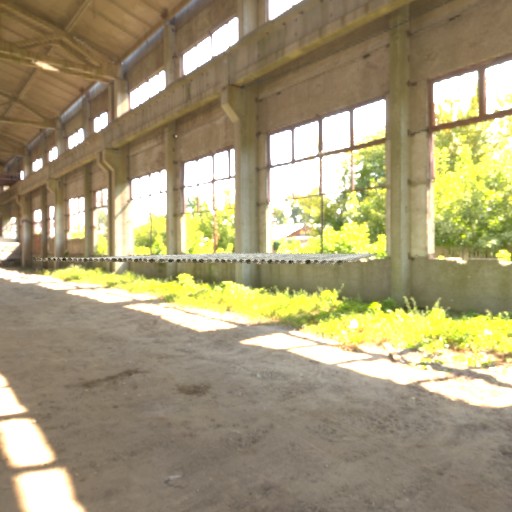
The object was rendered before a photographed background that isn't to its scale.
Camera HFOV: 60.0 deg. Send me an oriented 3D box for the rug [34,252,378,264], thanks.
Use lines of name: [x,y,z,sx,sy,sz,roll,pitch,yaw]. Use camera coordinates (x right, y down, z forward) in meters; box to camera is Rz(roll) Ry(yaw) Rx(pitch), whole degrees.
rug: [0.000,0.000,3.086,1.530,0.025,2.431,0,1,18]
